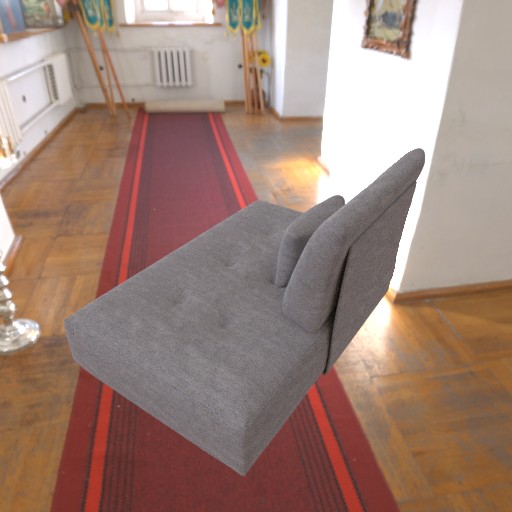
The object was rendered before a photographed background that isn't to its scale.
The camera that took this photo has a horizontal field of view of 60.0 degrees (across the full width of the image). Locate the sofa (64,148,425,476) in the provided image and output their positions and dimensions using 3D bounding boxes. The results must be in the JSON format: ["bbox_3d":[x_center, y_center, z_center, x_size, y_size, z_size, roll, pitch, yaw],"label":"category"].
[{"bbox_3d":[0.000,0.000,2.024,1.002,0.820,1.450,20,37,29],"label":"sofa"}]
